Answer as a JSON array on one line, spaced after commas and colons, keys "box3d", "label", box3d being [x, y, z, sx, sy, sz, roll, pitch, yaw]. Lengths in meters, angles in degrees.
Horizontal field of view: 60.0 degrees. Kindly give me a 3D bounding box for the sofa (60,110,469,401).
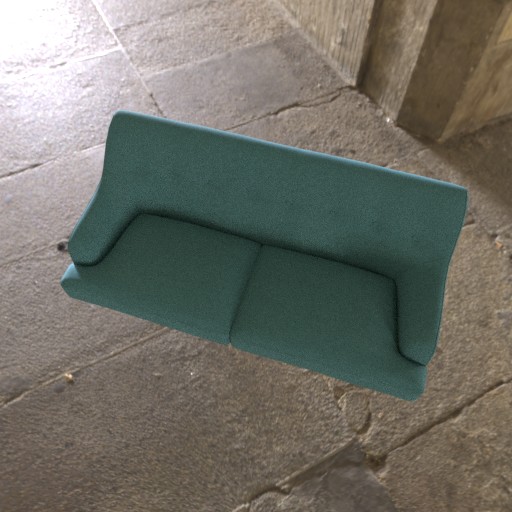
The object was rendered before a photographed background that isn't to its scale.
[{"box3d": [0.000, 0.000, 2.516, 2.057, 0.871, 0.978, 15, 60, 9], "label": "sofa"}]
